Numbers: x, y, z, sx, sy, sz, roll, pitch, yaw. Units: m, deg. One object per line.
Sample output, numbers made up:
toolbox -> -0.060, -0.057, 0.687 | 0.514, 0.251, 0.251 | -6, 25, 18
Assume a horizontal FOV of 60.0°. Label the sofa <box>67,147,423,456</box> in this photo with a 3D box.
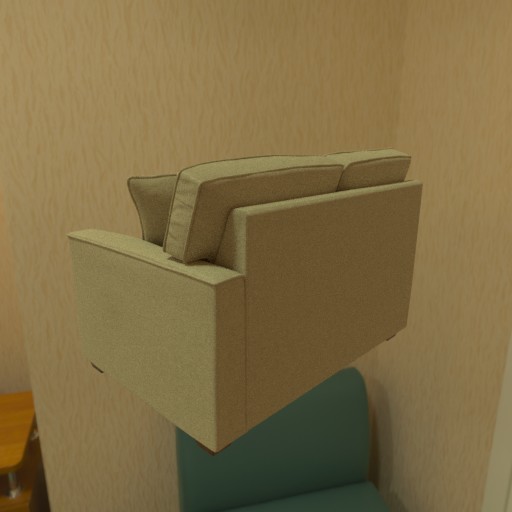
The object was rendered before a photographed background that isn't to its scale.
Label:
sofa -> 0.000, 0.000, 2.110 | 0.991, 0.989, 1.388 | 14, 21, 42
